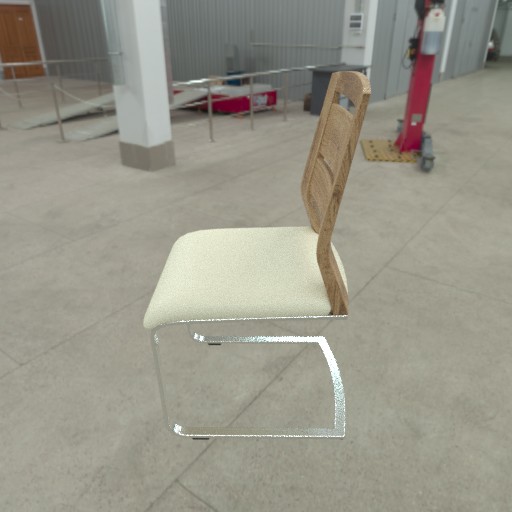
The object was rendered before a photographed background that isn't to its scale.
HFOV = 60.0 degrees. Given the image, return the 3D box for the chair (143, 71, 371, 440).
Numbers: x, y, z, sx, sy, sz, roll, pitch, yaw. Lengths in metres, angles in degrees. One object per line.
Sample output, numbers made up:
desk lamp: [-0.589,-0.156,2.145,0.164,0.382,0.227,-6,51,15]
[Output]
chair: [0.000,0.000,1.245,0.561,0.955,0.457,0,27,1]
